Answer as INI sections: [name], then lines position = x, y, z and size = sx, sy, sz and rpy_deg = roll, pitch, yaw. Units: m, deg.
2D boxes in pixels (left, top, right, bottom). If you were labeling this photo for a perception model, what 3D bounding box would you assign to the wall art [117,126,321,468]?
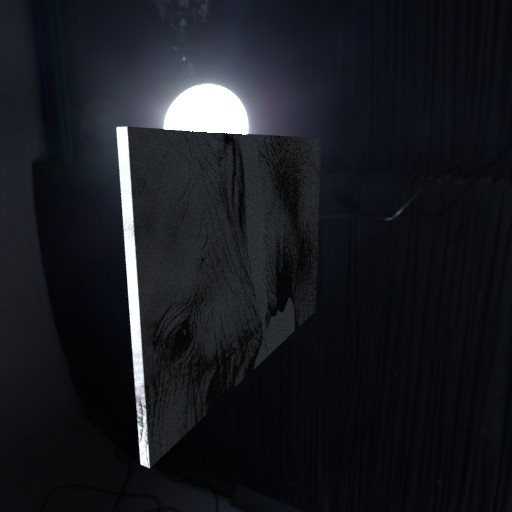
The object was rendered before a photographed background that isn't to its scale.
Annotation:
[wall art]
position = 0.000, 0.000, 1.149
size = 0.023, 0.607, 0.914
rpy_deg = 7, 15, 26
